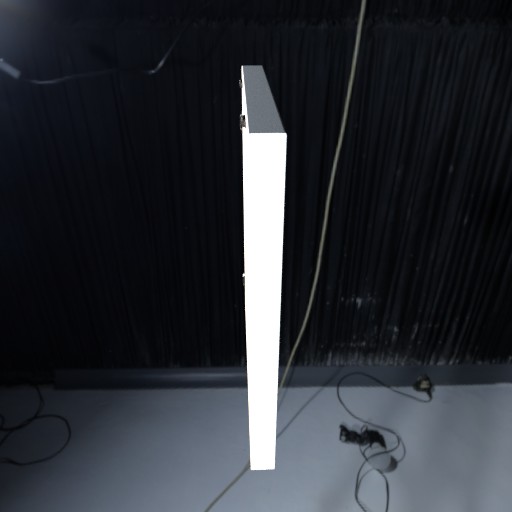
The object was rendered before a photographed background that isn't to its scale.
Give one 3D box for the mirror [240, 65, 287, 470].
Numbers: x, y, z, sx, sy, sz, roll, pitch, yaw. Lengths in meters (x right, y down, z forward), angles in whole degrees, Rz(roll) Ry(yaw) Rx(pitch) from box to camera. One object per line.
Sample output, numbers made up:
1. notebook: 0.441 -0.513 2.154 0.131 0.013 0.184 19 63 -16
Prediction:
1. mirror: 0.000 0.000 0.710 0.041 0.509 0.406 -1 31 -2
